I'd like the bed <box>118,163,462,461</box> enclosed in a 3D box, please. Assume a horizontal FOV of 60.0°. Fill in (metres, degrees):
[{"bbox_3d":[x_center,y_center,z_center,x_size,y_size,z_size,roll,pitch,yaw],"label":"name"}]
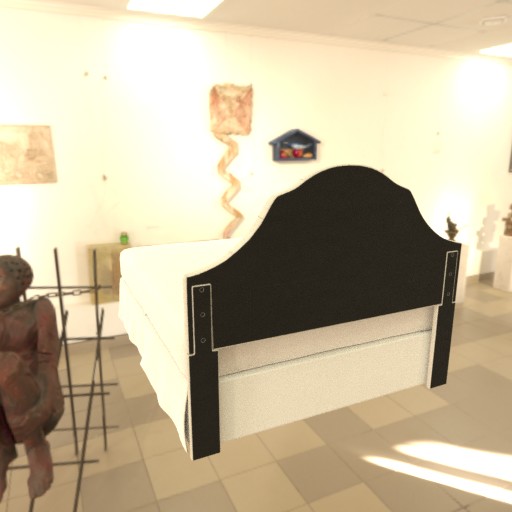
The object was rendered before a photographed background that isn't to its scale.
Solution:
[{"bbox_3d":[0.000,0.000,3.771,2.039,1.617,2.477,-6,15,-24],"label":"bed"}]
